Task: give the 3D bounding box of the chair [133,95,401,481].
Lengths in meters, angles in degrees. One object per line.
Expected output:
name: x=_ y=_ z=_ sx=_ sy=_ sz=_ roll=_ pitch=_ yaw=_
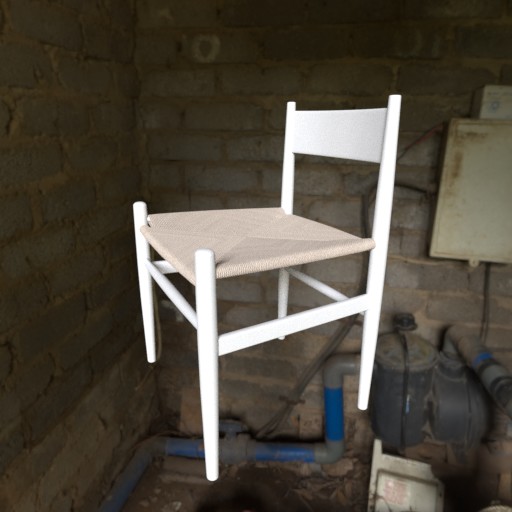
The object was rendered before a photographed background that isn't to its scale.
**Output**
chair: x=0.000 y=0.000 z=1.128 sx=0.495 sy=0.762 sz=0.556 roll=-8 pitch=19 yaw=-25
